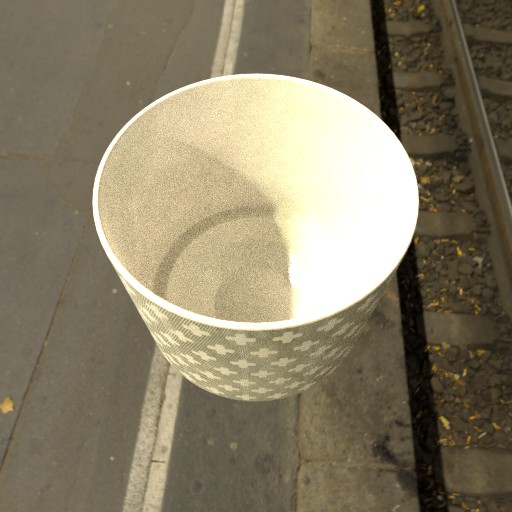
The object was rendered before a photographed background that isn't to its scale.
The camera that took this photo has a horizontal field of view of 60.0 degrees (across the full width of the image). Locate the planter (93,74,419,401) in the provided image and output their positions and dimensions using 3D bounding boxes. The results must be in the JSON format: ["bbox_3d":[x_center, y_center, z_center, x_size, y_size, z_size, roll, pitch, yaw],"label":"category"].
[{"bbox_3d":[0.000,0.000,0.446,0.250,0.239,0.250,0,59,0],"label":"planter"}]
